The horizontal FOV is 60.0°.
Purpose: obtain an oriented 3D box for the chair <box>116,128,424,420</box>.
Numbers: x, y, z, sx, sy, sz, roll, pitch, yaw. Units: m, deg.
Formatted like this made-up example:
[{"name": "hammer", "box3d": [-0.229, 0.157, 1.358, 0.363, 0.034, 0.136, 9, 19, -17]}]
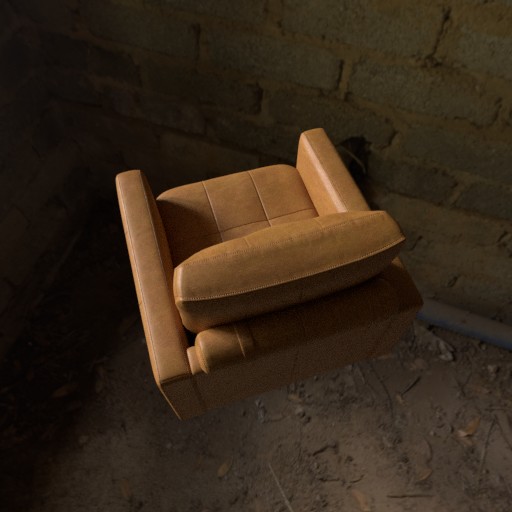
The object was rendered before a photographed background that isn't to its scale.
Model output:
[{"name": "chair", "box3d": [0.000, 0.000, 1.554, 0.831, 0.896, 0.868, -15, 59, -9]}]
